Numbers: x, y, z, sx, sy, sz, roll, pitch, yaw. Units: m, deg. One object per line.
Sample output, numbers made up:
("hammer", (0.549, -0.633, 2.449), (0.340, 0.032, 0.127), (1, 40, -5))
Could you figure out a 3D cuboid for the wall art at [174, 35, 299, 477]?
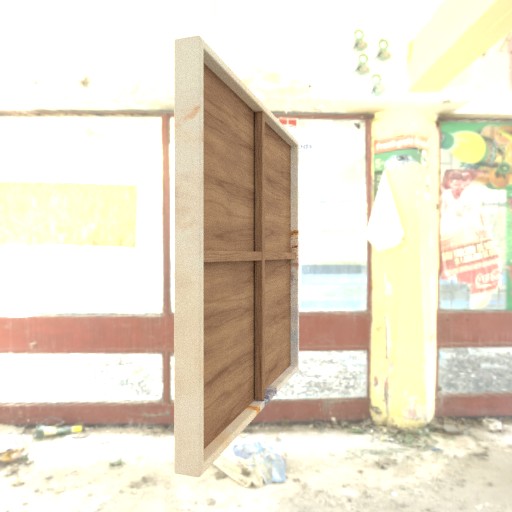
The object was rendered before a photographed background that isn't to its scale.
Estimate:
("wall art", (0.000, 0.000, 1.573), (0.071, 1.061, 1.061), (0, 0, 18))
